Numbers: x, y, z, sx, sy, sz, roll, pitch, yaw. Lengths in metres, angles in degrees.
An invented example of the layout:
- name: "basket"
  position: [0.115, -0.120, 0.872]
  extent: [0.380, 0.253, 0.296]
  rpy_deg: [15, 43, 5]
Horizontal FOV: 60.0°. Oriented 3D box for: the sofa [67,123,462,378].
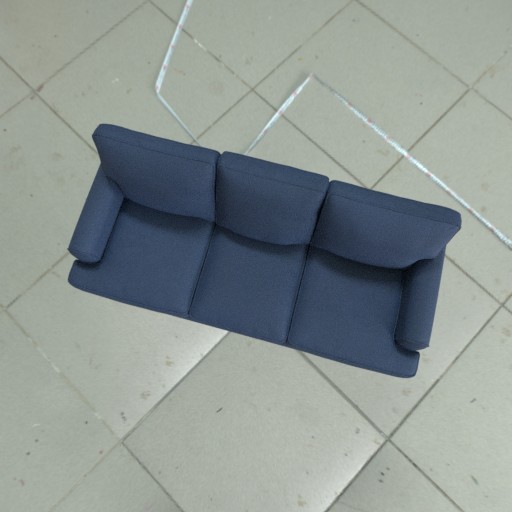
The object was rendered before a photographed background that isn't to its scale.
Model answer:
- name: "sofa"
  position: [0.000, 0.000, 2.693]
  extent: [2.158, 0.965, 0.951]
  rpy_deg: [15, 76, 4]
